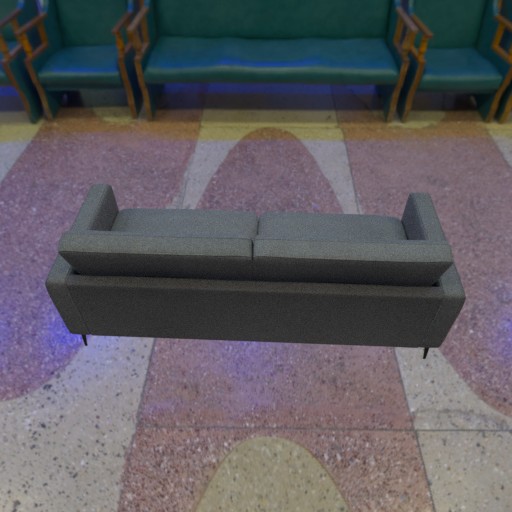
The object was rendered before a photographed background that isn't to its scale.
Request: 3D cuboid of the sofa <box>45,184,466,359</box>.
[{"bbox_3d":[0.000,0.000,2.376,1.925,0.828,0.774,2,46,2],"label":"sofa"}]
